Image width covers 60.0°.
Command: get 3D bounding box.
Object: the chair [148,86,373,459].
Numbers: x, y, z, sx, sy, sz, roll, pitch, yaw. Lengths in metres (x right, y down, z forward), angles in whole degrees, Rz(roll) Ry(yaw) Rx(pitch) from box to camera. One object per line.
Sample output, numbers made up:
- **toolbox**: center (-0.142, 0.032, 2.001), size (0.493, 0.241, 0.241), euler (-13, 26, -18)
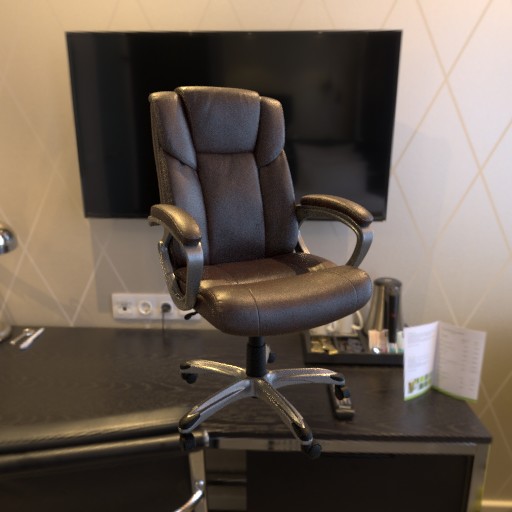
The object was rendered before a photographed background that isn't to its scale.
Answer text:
- **chair**: center (0.000, 0.000, 1.494), size (0.656, 1.128, 0.692), euler (-7, 16, -27)
